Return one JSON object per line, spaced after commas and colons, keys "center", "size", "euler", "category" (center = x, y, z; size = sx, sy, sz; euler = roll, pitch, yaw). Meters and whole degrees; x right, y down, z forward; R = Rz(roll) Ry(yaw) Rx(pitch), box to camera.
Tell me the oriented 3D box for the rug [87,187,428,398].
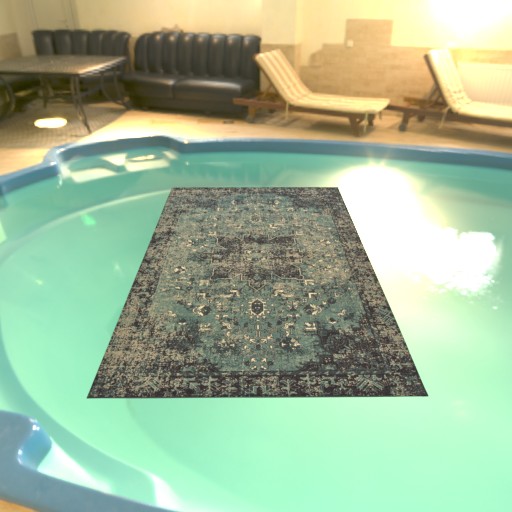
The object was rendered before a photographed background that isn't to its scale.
{"center": [0.000, 0.000, 3.015], "size": [1.525, 0.007, 2.440], "euler": [0, 31, 0], "category": "rug"}
